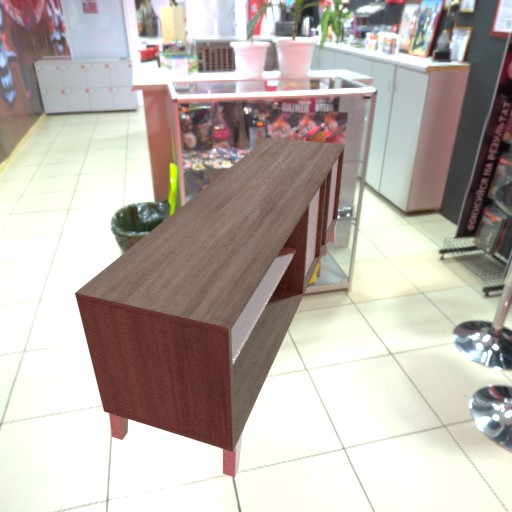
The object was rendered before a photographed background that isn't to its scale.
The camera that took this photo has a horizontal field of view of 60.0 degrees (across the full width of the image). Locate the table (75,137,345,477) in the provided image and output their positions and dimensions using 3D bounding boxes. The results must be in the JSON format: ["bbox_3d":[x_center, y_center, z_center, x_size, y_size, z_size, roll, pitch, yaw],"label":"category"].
[{"bbox_3d":[0.000,0.000,1.756,0.400,0.530,1.500,10,31,17],"label":"table"}]
